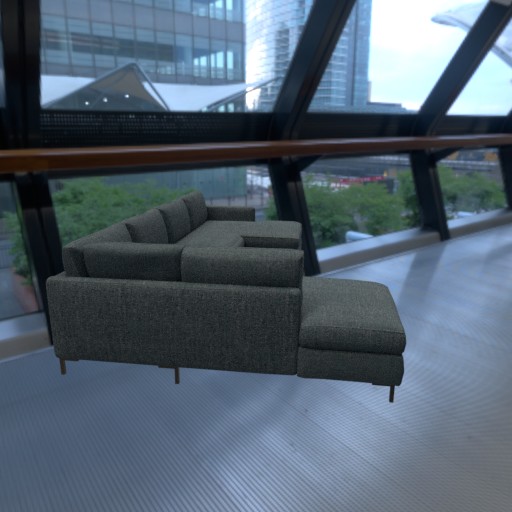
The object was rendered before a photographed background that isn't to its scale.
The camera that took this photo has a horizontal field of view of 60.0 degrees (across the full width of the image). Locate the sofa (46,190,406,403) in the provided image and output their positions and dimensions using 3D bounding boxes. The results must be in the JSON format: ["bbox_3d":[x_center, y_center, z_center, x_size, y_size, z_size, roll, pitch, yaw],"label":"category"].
[{"bbox_3d":[0.000,0.000,3.531,1.879,0.753,2.737,2,15,8],"label":"sofa"}]
